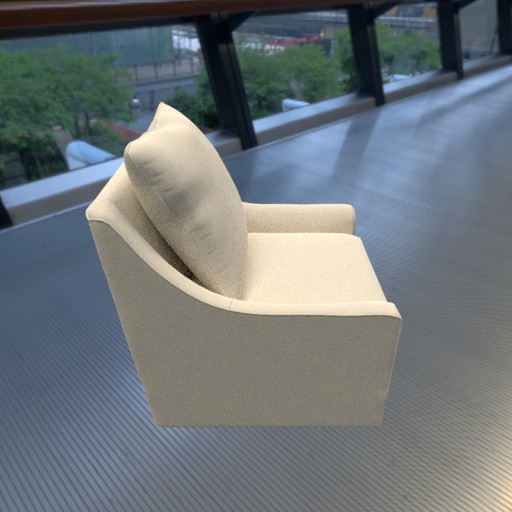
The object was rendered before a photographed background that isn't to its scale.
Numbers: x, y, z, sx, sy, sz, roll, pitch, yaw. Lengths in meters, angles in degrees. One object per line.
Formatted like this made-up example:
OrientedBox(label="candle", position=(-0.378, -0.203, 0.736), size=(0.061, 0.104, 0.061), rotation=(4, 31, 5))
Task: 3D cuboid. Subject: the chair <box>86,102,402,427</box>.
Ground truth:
OrientedBox(label="chair", position=(0.000, 0.000, 1.594), size=(0.876, 0.965, 0.756), rotation=(0, 31, 0))
